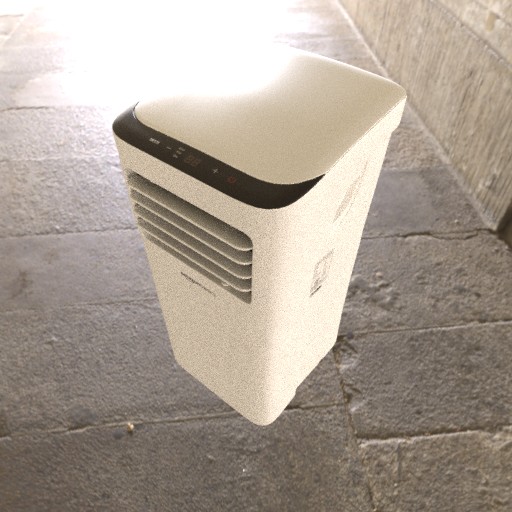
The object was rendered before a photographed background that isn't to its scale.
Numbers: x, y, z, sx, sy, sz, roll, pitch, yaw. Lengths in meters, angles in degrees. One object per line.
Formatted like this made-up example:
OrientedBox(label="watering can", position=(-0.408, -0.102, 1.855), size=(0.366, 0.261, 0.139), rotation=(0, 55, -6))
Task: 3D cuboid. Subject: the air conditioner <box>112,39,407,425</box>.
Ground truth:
OrientedBox(label="air conditioner", position=(0.000, 0.000, 0.923), size=(0.352, 0.716, 0.369), rotation=(30, 53, 26))
